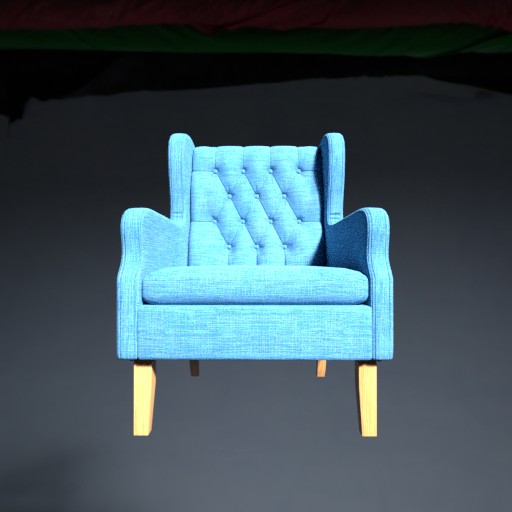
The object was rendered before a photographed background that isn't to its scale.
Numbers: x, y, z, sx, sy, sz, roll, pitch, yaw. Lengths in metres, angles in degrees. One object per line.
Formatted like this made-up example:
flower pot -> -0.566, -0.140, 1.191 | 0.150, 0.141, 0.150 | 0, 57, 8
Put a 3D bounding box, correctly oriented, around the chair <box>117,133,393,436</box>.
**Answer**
chair -> 0.000, 0.000, 1.521 | 0.711, 0.952, 0.775 | 0, -1, 1
